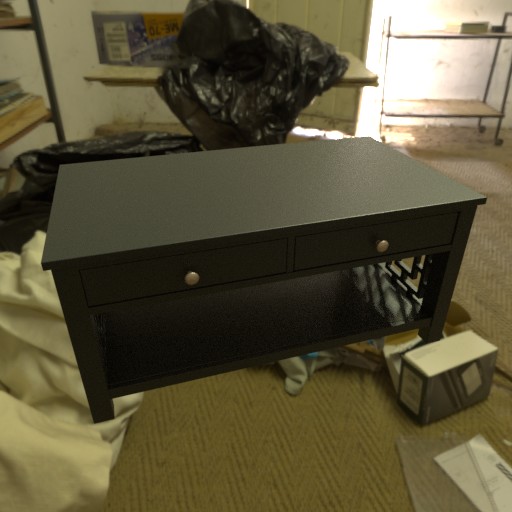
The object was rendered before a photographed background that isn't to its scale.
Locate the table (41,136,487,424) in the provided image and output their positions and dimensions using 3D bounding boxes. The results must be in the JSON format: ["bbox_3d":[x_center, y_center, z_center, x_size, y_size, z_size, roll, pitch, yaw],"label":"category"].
[{"bbox_3d":[0.000,0.000,1.370,1.068,0.493,0.612,-9,32,-15],"label":"table"}]
